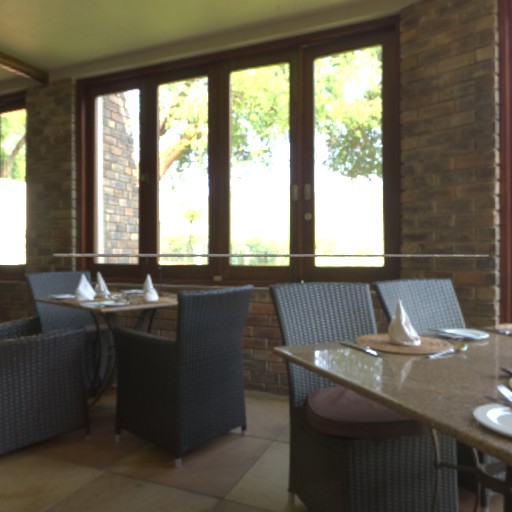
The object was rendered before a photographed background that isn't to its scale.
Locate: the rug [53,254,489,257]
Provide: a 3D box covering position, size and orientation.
[{"bbox_3d":[0.000,0.000,2.662,2.080,0.010,1.451,0,0,-19],"label":"rug"}]
